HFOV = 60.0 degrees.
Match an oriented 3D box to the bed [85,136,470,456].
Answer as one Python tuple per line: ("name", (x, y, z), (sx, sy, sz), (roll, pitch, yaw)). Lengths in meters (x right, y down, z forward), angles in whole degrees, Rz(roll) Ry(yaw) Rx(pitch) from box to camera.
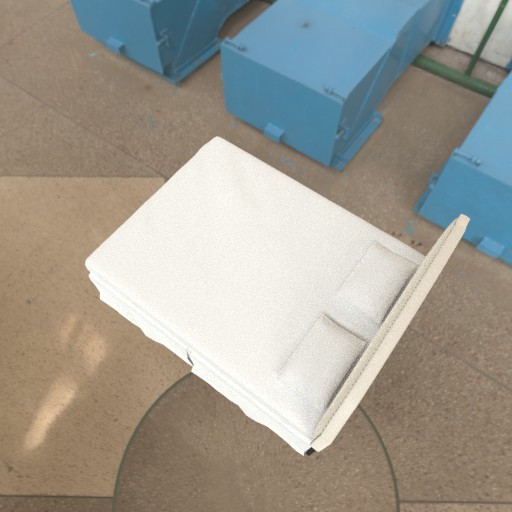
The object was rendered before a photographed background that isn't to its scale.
("bed", (0.000, 0.000, 2.968), (1.999, 1.270, 1.558), (33, 67, 17))
